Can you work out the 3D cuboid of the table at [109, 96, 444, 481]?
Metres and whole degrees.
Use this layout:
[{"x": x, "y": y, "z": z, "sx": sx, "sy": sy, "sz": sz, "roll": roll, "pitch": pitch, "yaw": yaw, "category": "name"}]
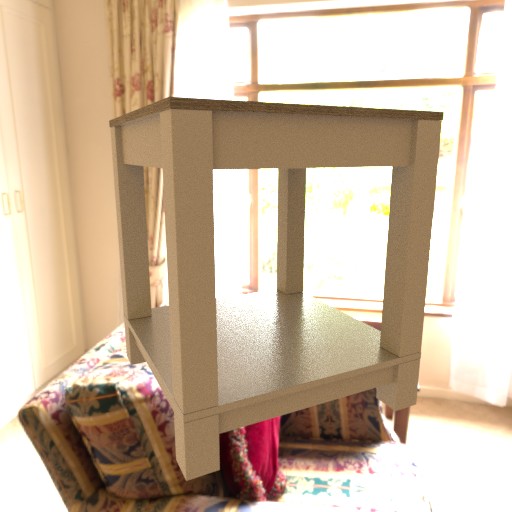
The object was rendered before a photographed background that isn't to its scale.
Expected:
[{"x": 0.000, "y": 0.000, "z": 0.976, "sx": 0.504, "sy": 0.587, "sz": 0.506, "roll": -6, "pitch": 15, "yaw": -26, "category": "table"}]
